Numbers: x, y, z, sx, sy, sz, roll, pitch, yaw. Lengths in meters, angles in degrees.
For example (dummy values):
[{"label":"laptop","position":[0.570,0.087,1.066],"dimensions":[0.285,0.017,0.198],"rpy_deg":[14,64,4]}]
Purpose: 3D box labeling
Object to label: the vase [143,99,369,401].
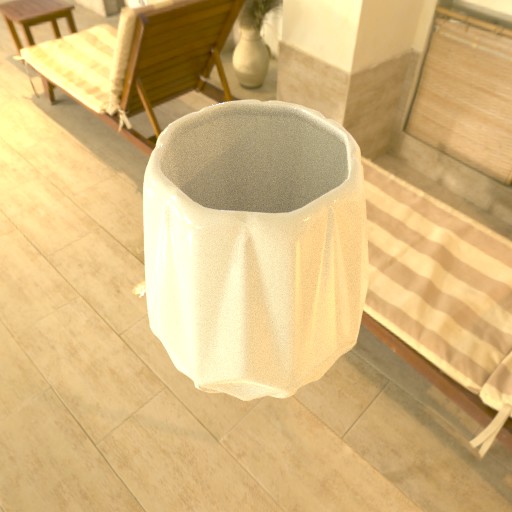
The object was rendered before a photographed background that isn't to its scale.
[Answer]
[{"label":"vase","position":[0.000,0.000,0.268],"dimensions":[0.141,0.152,0.141],"rpy_deg":[0,47,0]}]
